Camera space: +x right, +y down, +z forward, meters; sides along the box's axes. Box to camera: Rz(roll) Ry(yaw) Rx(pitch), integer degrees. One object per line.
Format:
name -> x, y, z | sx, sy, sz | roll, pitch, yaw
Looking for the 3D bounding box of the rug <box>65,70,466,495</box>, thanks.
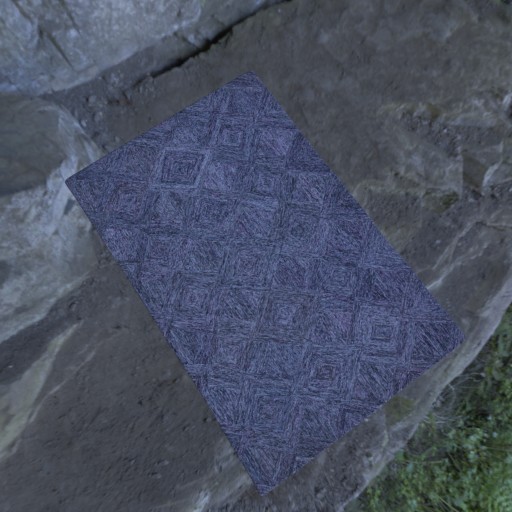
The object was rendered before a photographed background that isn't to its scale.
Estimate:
rug -> 0.000, 0.000, 2.129 | 1.158, 0.013, 1.752 | -34, 77, -9
